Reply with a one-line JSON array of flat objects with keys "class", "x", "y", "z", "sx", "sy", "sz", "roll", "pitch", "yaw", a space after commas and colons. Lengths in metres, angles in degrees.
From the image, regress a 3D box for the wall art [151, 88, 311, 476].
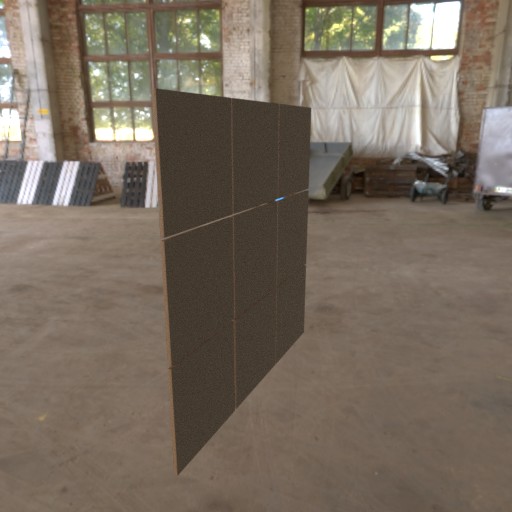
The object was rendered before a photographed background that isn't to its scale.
[{"class": "wall art", "x": 0.000, "y": 0.000, "z": 1.839, "sx": 0.013, "sy": 1.216, "sz": 1.216, "roll": 8, "pitch": 18, "yaw": 25}]
